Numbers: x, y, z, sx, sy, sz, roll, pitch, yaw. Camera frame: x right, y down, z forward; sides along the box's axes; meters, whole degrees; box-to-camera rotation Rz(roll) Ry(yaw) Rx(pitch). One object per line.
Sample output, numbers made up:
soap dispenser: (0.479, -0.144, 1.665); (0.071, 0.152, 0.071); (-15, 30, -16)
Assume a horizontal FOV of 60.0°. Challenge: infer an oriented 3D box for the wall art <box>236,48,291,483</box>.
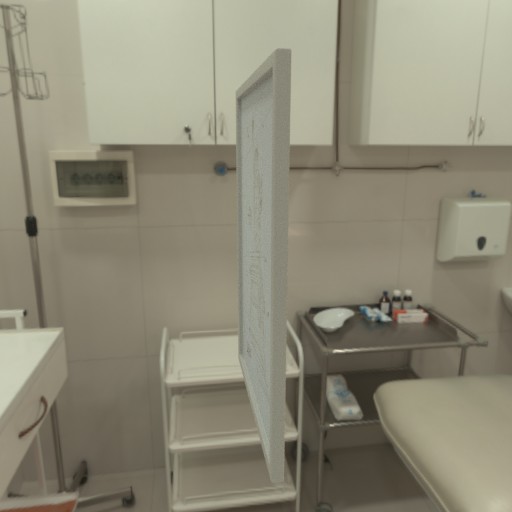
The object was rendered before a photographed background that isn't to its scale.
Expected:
wall art: (0.000, 0.000, 1.550); (0.038, 1.183, 0.808); (-2, 14, -9)
